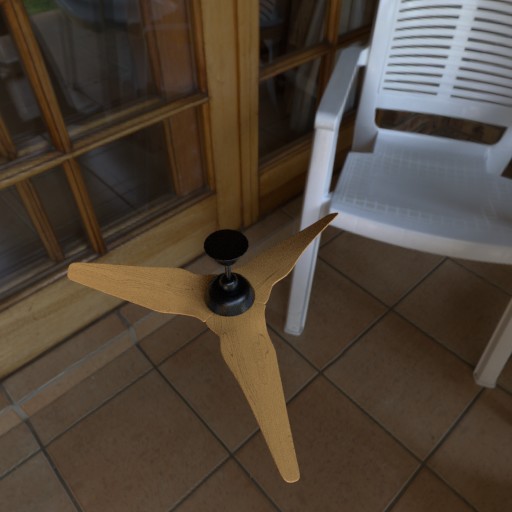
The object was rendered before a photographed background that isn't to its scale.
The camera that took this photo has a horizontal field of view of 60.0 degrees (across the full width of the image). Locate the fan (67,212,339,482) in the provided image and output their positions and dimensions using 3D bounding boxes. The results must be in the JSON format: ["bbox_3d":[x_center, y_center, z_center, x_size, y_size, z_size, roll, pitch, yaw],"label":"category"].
[{"bbox_3d":[0.000,0.000,1.631,1.142,0.355,1.010,32,54,27],"label":"fan"}]
